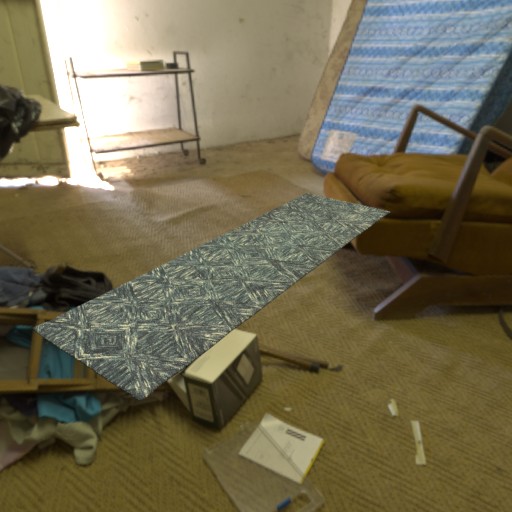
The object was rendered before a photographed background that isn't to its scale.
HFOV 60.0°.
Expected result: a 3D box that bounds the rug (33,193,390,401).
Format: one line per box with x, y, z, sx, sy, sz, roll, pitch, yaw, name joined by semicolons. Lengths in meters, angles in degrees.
0.000;0.000;2.559;0.719;0.013;2.306;18;32;32;rug
